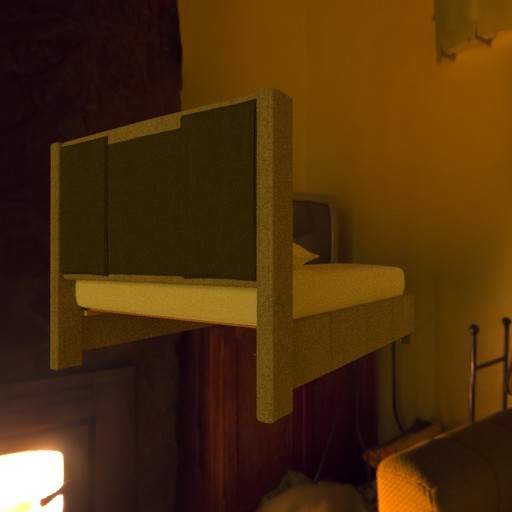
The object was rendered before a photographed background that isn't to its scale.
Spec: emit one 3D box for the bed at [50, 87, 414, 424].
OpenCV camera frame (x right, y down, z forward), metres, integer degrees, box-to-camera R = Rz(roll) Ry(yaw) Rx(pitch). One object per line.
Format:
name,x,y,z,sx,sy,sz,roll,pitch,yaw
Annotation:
bed,0.000,0.000,3.311,1.714,1.481,2.245,0,0,35
